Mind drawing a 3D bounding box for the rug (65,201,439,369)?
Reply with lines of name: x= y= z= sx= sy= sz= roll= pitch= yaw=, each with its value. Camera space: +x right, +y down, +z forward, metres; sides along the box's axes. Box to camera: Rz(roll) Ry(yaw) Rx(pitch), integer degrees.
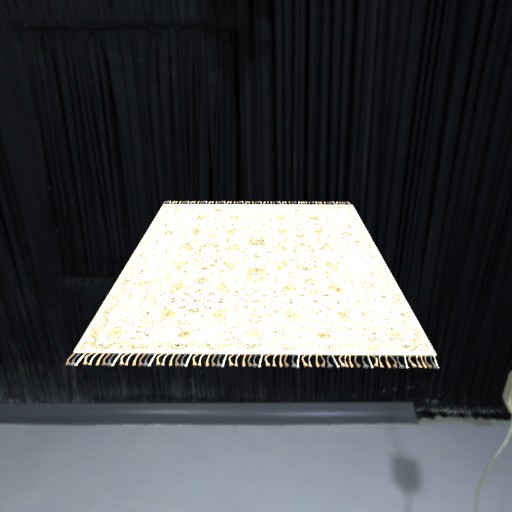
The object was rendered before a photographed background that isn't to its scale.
rug: x=0.000 y=0.000 z=2.265 sx=1.278 sy=0.009 sz=1.726 roll=0 pitch=26 yaw=1
